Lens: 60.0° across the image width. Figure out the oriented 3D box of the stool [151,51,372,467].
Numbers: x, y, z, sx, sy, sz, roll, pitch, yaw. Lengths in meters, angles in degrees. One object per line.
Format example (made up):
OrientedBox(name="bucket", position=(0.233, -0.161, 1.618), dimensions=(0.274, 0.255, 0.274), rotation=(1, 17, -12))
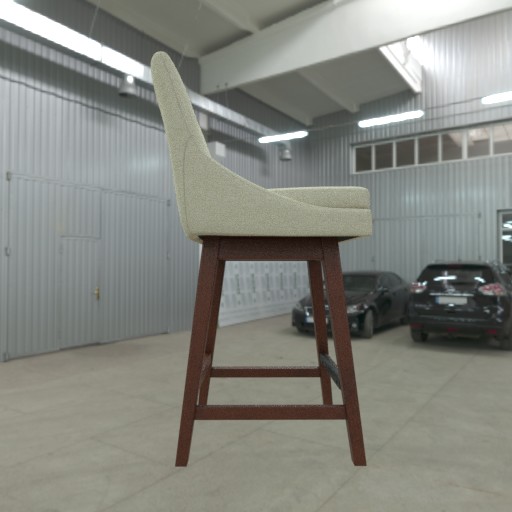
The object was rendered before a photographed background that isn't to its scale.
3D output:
OrientedBox(name="stool", position=(0.000, 0.000, 1.274), dimensions=(0.559, 0.991, 0.469), rotation=(0, -1, 0))
